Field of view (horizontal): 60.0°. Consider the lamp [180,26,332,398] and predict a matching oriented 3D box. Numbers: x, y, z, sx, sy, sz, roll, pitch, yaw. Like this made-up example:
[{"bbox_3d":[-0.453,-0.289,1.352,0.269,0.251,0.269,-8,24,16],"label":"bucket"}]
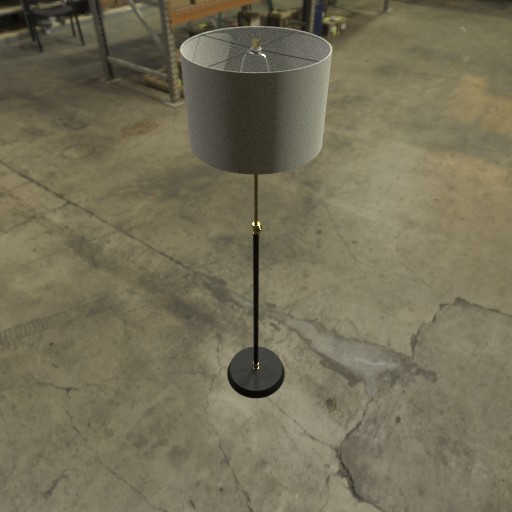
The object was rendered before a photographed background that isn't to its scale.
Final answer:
[{"bbox_3d":[0.000,0.000,1.672,0.404,1.517,0.404,26,48,27],"label":"lamp"}]
